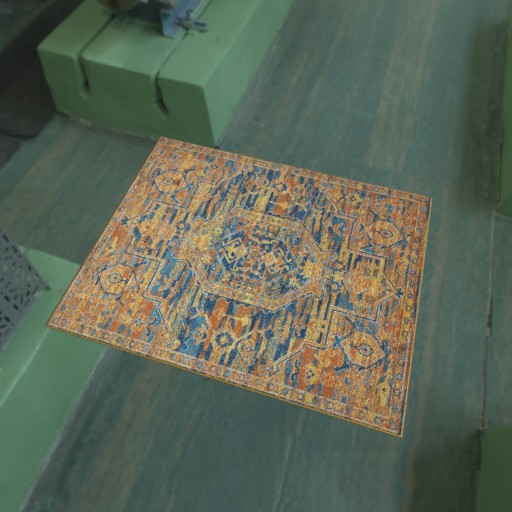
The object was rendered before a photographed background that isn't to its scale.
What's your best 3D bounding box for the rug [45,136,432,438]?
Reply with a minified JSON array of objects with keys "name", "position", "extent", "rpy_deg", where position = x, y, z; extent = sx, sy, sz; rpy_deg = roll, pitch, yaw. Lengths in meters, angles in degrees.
[{"name":"rug","position":[0.000,0.000,4.176],"extent":[3.040,0.031,2.435],"rpy_deg":[15,59,9]}]
